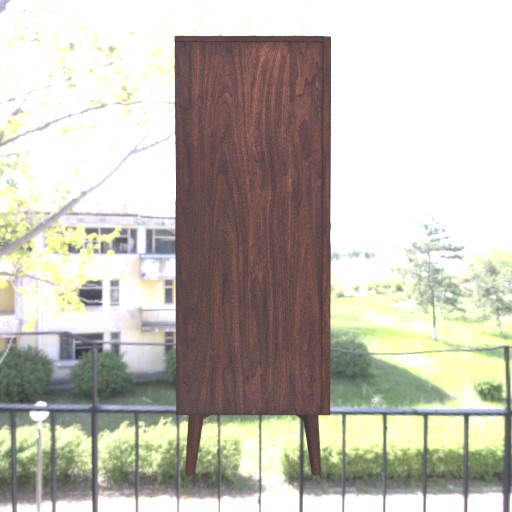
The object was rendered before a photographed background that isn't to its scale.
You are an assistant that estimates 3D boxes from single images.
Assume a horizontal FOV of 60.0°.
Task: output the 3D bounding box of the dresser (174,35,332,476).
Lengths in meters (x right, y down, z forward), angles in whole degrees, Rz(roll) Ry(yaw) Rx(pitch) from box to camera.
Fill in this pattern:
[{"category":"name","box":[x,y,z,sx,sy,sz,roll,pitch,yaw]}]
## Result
[{"category":"dresser","box":[0.000,0.000,1.825,0.498,1.365,0.919,0,1,0]}]
